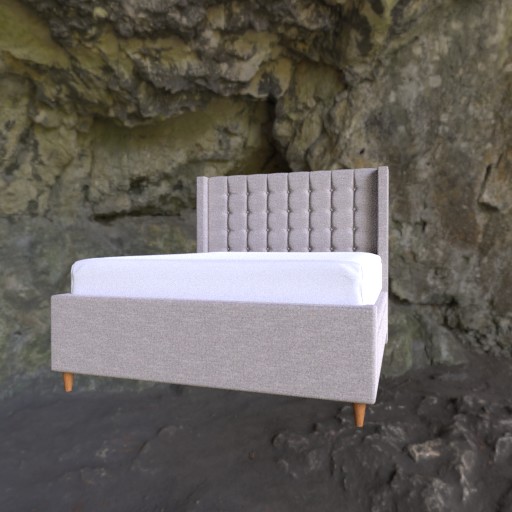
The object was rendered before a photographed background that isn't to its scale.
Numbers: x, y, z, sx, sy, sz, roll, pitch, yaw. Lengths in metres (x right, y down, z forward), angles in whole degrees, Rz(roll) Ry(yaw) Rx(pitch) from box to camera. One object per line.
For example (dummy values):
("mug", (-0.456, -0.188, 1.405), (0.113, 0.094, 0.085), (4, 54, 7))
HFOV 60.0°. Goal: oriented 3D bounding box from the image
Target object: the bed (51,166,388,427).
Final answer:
("bed", (0.000, 0.000, 3.677), (2.044, 1.748, 2.372), (0, 1, 18))
